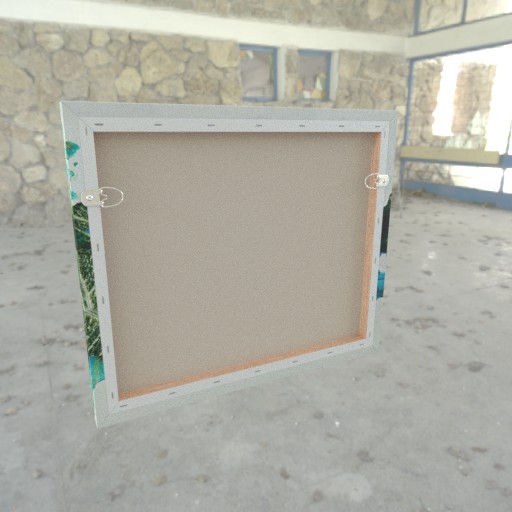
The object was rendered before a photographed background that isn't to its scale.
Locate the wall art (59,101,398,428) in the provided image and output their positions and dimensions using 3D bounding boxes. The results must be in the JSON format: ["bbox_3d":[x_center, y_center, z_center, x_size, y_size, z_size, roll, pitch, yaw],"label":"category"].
[{"bbox_3d":[0.000,0.000,0.955,0.711,0.610,0.043,-8,17,-25],"label":"wall art"}]
